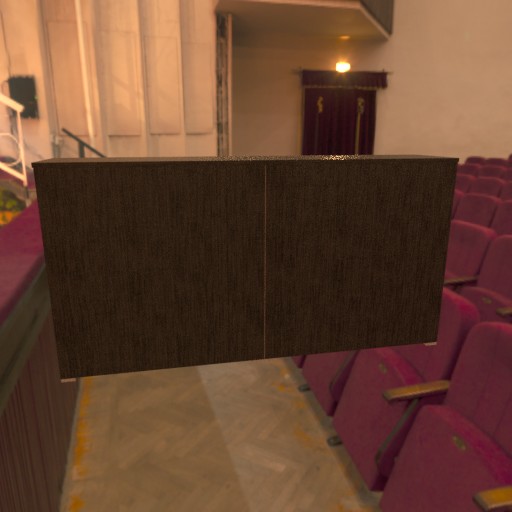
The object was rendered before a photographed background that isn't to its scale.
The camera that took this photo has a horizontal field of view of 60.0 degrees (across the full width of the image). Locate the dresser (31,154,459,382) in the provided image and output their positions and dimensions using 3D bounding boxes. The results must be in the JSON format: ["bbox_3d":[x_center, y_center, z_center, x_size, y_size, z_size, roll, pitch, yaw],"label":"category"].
[{"bbox_3d":[0.000,0.000,1.826,1.535,0.790,0.333,-3,16,-11],"label":"dresser"}]
